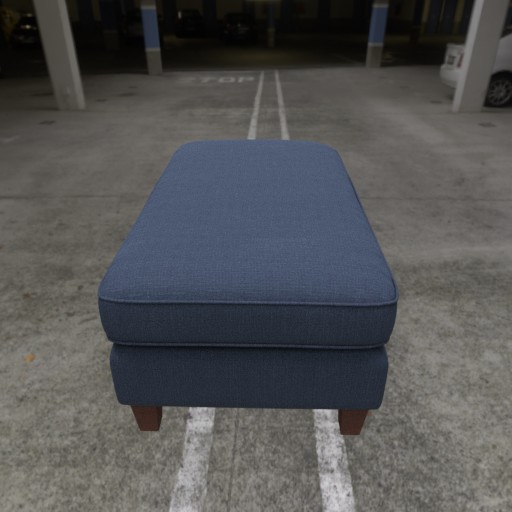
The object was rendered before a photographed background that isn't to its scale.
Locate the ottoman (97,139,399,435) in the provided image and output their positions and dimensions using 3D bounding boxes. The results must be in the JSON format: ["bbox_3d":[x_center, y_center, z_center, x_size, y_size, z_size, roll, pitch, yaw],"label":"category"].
[{"bbox_3d":[0.000,0.000,1.214,0.570,0.438,0.885,1,31,1],"label":"ottoman"}]
